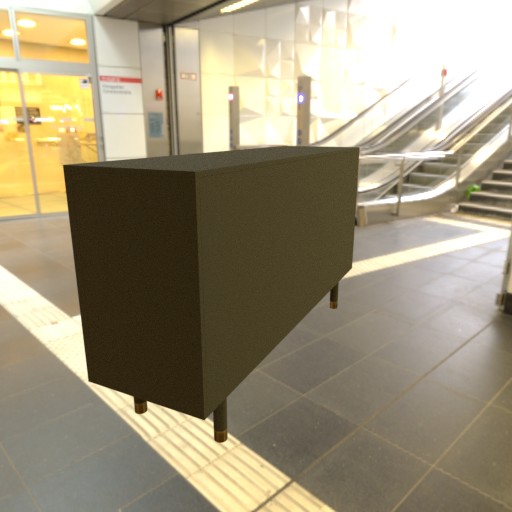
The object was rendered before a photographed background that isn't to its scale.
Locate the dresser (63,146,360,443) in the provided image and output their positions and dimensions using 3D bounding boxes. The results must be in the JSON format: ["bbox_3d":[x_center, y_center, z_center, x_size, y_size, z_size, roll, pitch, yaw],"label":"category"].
[{"bbox_3d":[0.000,0.000,1.927,0.463,0.872,1.558,8,18,26],"label":"dresser"}]
